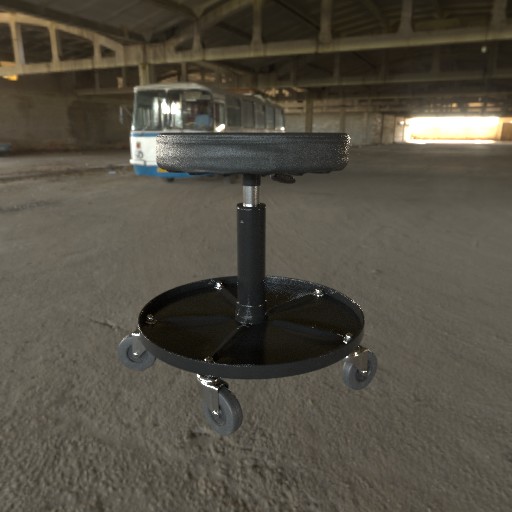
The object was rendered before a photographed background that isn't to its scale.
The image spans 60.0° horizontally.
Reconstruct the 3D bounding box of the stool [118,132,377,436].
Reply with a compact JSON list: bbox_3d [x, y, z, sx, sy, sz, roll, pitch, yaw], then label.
[{"bbox_3d":[0.000,0.000,0.680,0.381,0.365,0.382,7,17,25],"label":"stool"}]
